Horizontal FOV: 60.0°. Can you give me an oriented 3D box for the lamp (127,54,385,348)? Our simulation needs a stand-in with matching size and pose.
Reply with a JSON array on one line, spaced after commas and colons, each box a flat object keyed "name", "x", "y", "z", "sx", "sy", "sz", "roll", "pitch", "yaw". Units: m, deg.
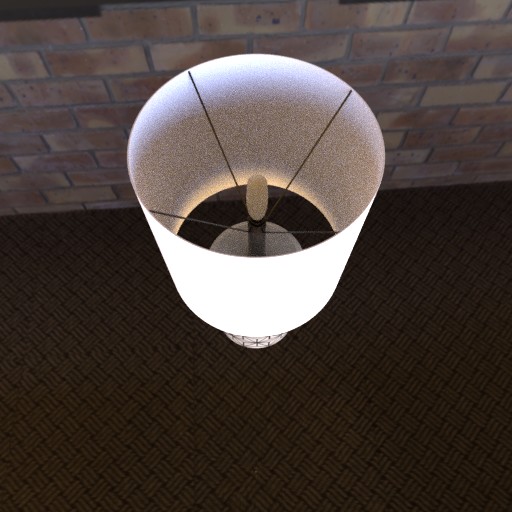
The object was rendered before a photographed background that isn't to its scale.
[{"name": "lamp", "x": 0.000, "y": 0.000, "z": 0.544, "sx": 0.206, "sy": 0.416, "sz": 0.206, "roll": -34, "pitch": 69, "yaw": -15}]
